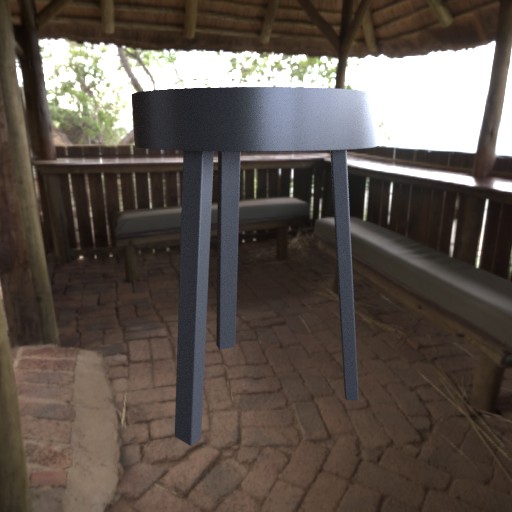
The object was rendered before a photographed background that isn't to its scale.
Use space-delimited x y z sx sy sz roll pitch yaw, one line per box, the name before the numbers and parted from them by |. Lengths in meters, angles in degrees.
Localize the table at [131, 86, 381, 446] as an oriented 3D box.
table | 0.000 0.000 0.825 0.406 0.559 0.406 0 16 0
